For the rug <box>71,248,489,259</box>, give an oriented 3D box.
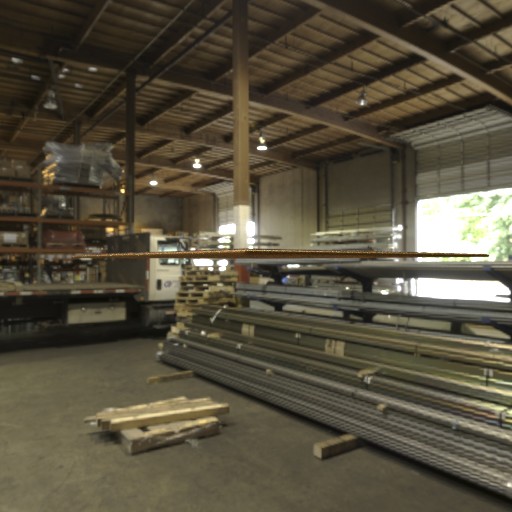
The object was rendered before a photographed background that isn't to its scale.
[{"bbox_3d":[0.000,0.000,4.048,2.435,0.031,3.040,0,-1,-37],"label":"rug"}]
